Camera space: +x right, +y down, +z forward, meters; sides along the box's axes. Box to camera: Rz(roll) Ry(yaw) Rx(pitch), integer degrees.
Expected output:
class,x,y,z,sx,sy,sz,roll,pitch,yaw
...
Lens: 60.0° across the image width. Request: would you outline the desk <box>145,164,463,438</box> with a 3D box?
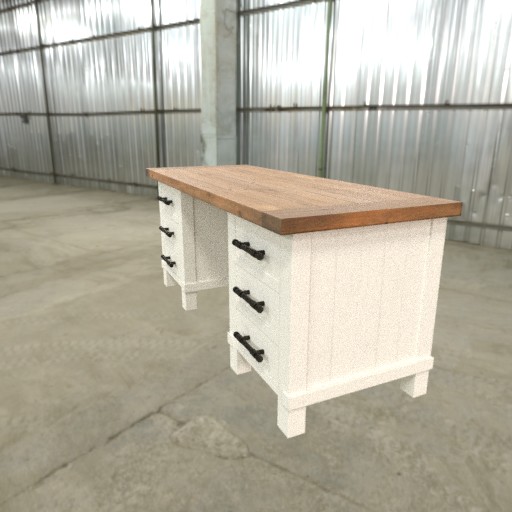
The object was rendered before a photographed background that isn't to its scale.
class,x,y,z,sx,sy,sz,roll,pitch,yaw
desk,0.000,0.000,2.237,0.688,0.760,1.803,-7,18,-24
